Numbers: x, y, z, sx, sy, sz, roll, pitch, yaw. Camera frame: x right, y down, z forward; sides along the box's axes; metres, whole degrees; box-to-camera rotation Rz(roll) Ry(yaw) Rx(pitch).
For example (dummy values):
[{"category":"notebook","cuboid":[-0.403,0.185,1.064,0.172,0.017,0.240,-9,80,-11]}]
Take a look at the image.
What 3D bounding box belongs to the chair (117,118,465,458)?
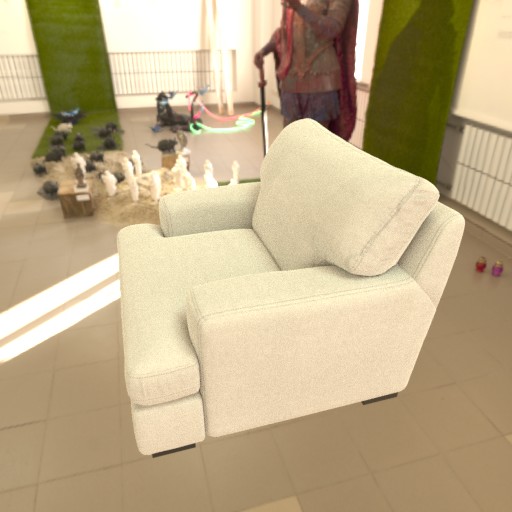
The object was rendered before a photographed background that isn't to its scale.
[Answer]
[{"category":"chair","cuboid":[0.000,0.000,1.904,1.158,0.930,1.140,-8,30,-15]}]
